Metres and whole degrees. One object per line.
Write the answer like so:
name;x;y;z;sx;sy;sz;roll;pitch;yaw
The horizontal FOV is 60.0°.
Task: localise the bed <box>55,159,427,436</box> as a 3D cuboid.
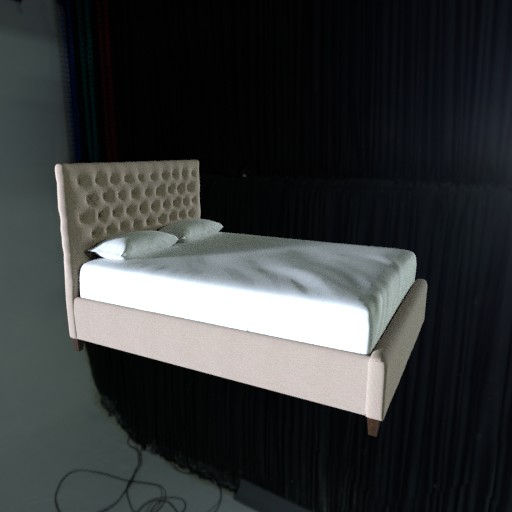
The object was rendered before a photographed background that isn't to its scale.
bed;0.000;0.000;3.468;2.387;1.427;1.698;7;15;27
